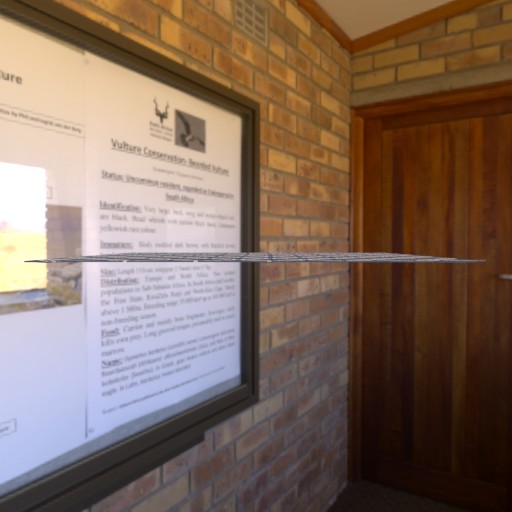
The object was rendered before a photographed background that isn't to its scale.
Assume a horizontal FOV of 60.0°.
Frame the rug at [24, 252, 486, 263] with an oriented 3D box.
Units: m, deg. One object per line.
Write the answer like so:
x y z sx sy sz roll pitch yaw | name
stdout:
0.000 0.000 3.853 2.867 0.020 2.277 0 2 1 | rug
